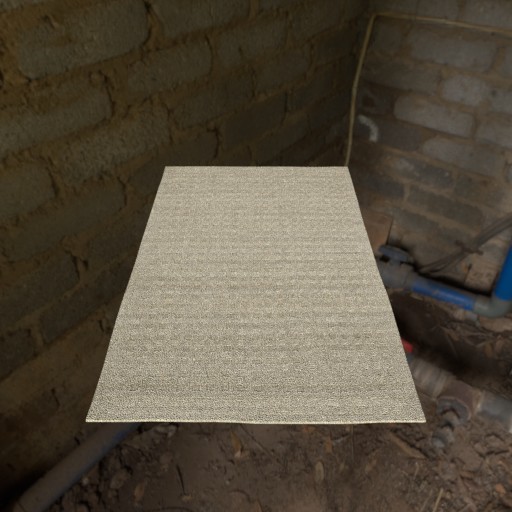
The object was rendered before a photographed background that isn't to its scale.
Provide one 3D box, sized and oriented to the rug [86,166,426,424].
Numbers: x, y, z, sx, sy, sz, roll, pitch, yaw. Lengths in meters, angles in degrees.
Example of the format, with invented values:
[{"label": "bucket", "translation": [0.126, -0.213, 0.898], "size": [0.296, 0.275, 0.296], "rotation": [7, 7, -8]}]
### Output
[{"label": "rug", "translation": [0.000, 0.000, 2.851], "size": [1.532, 0.018, 2.297], "rotation": [0, 40, 0]}]
